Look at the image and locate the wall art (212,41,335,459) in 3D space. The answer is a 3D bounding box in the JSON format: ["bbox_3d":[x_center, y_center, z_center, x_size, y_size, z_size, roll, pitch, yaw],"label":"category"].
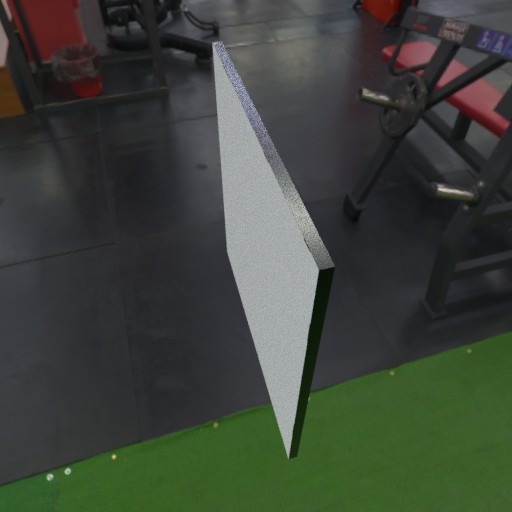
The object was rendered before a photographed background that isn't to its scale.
[{"bbox_3d":[0.000,0.000,0.658,0.014,0.445,0.446,-11,49,-10],"label":"wall art"}]
